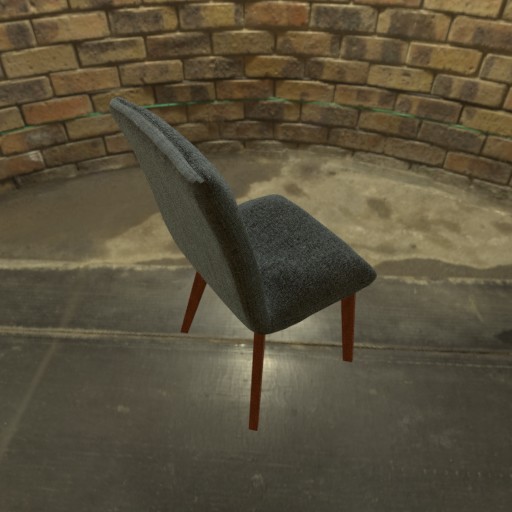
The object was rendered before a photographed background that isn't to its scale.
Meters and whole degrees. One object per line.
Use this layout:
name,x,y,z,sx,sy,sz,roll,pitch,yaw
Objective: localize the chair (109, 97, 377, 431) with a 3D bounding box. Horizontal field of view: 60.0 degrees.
chair,0.000,0.000,1.334,0.563,0.974,0.522,-25,49,-25
